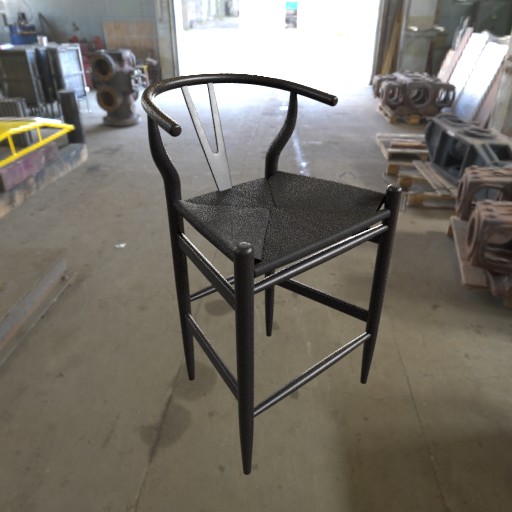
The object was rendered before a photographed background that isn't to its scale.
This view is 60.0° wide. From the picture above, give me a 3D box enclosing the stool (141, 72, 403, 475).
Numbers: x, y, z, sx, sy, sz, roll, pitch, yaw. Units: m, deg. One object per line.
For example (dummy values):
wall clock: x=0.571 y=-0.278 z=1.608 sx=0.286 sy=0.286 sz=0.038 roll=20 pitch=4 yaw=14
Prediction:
stool: x=0.000 y=0.000 z=1.336 sx=0.569 sy=0.970 sz=0.579 roll=-23 pitch=37 yaw=-35
